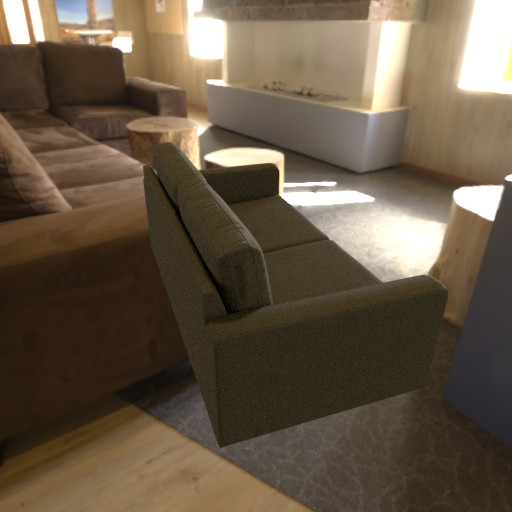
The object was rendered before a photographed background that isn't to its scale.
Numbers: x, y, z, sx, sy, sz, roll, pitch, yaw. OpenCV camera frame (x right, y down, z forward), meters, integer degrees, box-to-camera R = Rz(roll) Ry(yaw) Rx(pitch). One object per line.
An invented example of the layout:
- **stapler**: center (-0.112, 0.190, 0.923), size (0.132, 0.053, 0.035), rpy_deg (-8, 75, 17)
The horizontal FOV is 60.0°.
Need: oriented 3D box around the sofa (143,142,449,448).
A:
- **sofa**: center (0.000, 0.000, 2.271), size (0.889, 0.897, 1.730), rpy_deg (-10, 29, -17)
